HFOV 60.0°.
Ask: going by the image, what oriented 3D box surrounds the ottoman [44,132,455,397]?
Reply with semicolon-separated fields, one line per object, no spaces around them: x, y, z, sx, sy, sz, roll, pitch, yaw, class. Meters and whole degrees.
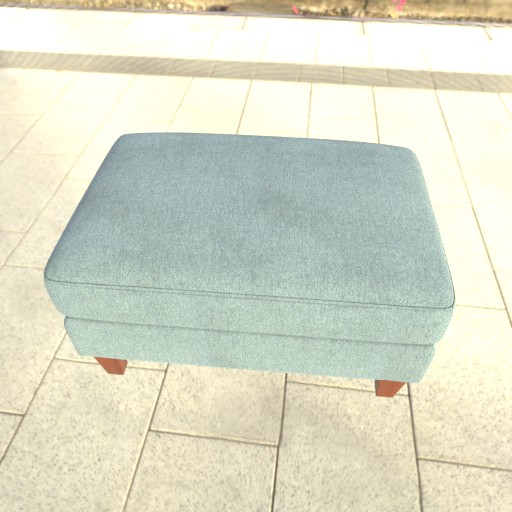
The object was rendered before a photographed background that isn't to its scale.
0.000;0.000;1.193;0.864;0.483;0.584;4;47;4;ottoman
